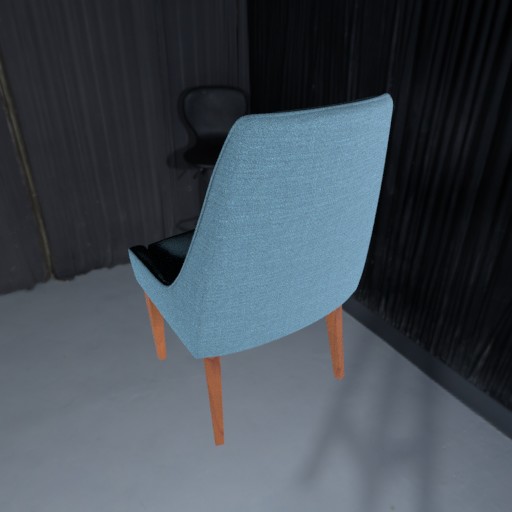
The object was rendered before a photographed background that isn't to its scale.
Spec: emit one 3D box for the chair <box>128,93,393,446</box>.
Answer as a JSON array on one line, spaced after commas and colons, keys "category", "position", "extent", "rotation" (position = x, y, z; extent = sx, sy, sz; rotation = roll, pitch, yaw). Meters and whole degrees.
[{"category": "chair", "position": [0.000, 0.000, 1.171], "extent": [0.529, 0.861, 0.544], "rotation": [-19, 36, -28]}]
